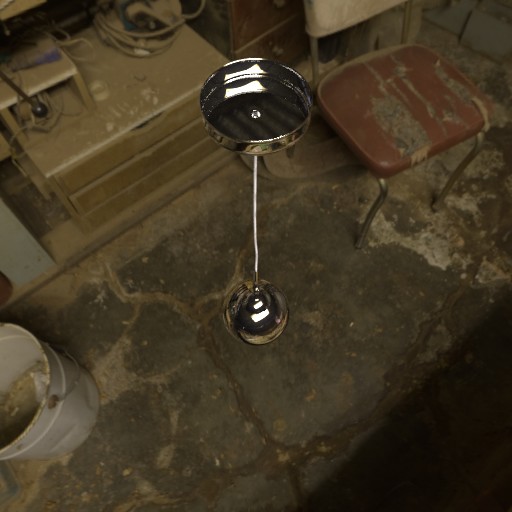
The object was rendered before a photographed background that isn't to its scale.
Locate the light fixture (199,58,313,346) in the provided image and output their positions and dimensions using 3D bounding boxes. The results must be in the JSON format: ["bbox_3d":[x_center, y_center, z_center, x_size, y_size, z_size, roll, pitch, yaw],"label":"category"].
[{"bbox_3d":[0.000,0.000,1.655,0.336,1.538,0.336,-35,68,-16],"label":"light fixture"}]
